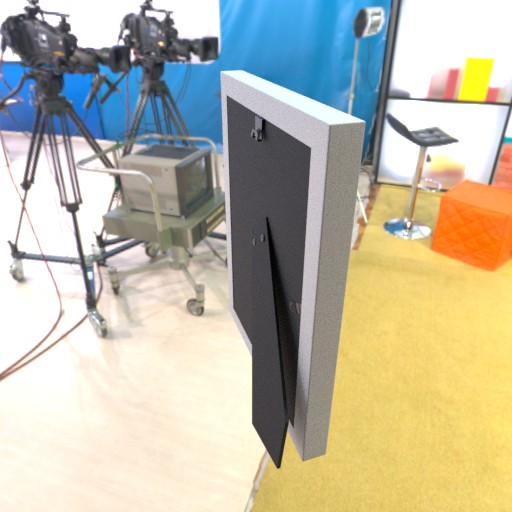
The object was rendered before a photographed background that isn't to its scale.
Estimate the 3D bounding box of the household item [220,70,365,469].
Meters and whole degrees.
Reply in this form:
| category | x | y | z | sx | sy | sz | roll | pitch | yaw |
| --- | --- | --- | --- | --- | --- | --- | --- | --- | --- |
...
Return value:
| category | x | y | z | sx | sy | sz | roll | pitch | yaw |
| --- | --- | --- | --- | --- | --- | --- | --- | --- | --- |
| household item | 0.000 | 0.000 | 0.353 | 0.045 | 0.250 | 0.200 | -10 | 31 | -16 |
